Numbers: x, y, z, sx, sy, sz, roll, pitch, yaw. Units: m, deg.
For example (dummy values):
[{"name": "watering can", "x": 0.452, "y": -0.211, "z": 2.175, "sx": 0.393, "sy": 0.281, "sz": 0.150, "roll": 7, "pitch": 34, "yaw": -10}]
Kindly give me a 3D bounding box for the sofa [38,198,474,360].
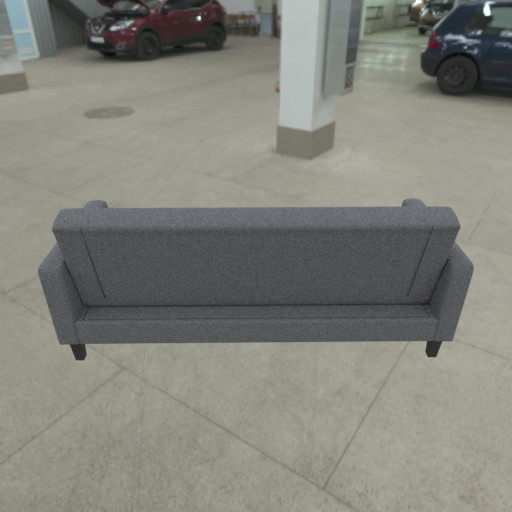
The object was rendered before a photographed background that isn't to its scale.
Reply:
[{"name": "sofa", "x": 0.000, "y": 0.000, "z": 2.457, "sx": 2.040, "sy": 0.850, "sz": 0.810, "roll": 0, "pitch": 31, "yaw": -1}]
